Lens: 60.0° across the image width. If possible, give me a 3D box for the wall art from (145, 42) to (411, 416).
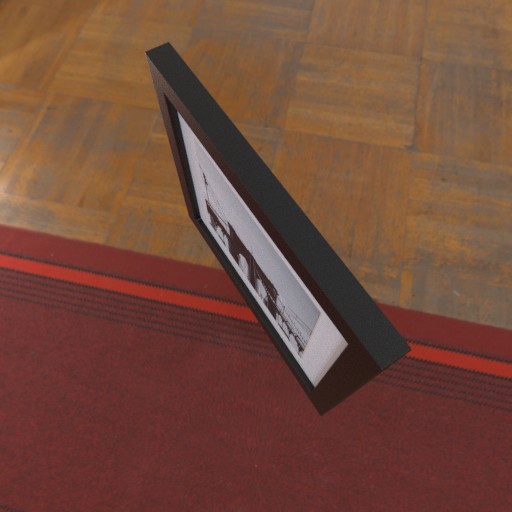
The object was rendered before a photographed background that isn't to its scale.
[{"bbox_3d":[0.000,0.000,0.537,0.028,0.330,0.380,-30,68,-13],"label":"wall art"}]
